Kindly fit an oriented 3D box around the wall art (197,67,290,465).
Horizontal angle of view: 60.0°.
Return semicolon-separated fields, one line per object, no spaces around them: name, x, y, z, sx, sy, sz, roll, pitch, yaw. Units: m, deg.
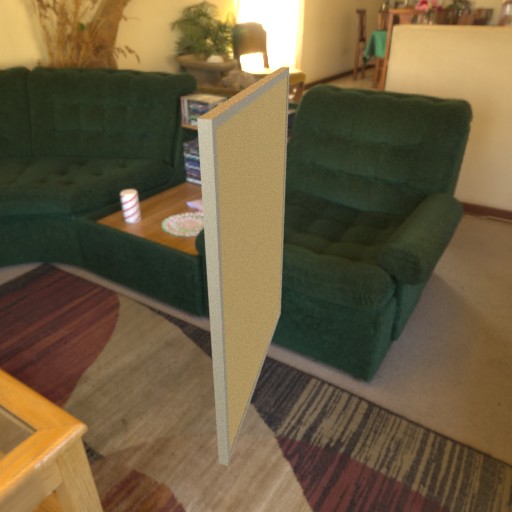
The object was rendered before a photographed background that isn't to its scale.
wall art;0.000;0.000;1.435;0.034;1.042;0.789;7;31;12
